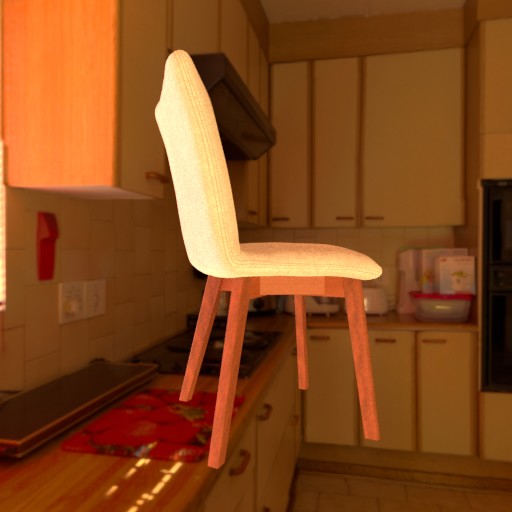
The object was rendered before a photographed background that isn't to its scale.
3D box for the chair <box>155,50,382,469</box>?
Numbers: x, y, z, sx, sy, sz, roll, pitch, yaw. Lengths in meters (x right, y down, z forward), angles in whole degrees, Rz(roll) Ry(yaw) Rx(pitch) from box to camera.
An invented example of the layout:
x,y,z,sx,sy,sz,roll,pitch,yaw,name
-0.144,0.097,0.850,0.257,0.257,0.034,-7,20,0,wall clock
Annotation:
x,y,z,sx,sy,sz,roll,pitch,yaw,name
0.000,0.000,1.314,0.563,0.974,0.522,0,1,-18,chair
